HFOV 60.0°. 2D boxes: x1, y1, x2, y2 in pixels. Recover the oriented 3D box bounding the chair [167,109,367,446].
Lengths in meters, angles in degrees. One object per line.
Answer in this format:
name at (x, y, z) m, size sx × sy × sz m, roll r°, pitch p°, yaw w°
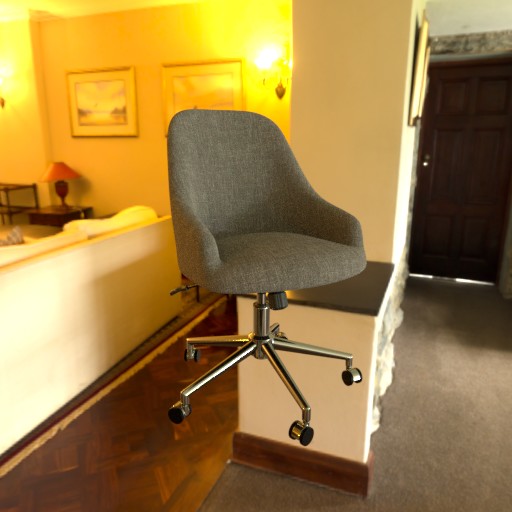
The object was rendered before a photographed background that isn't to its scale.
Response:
chair at (0.000, 0.000, 1.449) m, size 0.671 × 0.950 × 0.712 m, roll -8°, pitch 16°, yaw -27°
